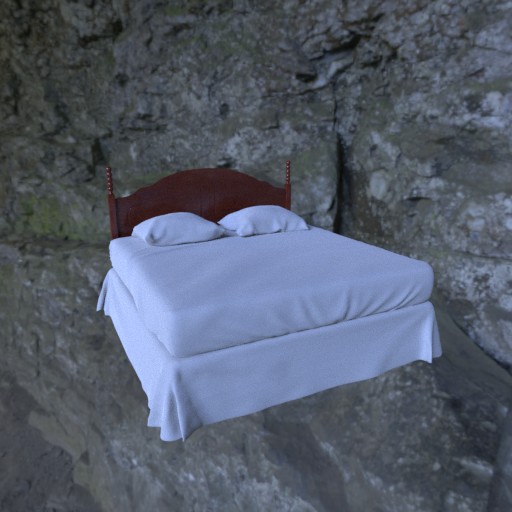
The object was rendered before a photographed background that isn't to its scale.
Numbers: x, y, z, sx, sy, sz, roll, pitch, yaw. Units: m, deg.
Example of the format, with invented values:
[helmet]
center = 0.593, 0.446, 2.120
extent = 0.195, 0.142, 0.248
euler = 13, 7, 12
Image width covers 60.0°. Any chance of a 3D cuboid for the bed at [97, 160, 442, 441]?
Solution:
[bed]
center = 0.000, 0.000, 3.616
extent = 2.322, 1.355, 2.219
euler = -8, 17, -26
